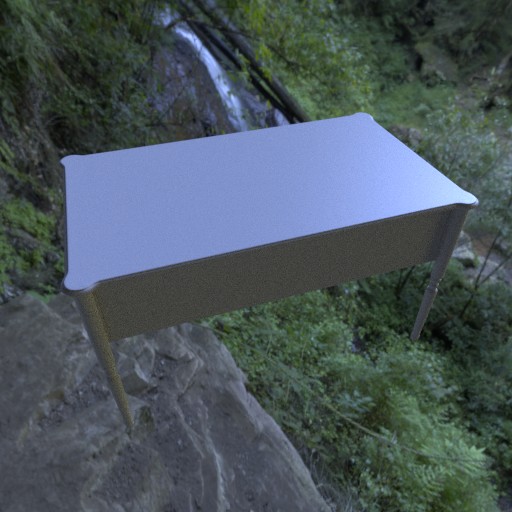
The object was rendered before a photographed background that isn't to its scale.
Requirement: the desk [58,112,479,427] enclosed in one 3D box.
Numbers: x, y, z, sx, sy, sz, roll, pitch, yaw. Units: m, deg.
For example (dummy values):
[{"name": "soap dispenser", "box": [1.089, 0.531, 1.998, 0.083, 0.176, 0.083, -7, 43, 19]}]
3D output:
[{"name": "desk", "box": [0.000, 0.000, 1.873, 1.380, 0.762, 0.807, -13, 42, -14]}]
